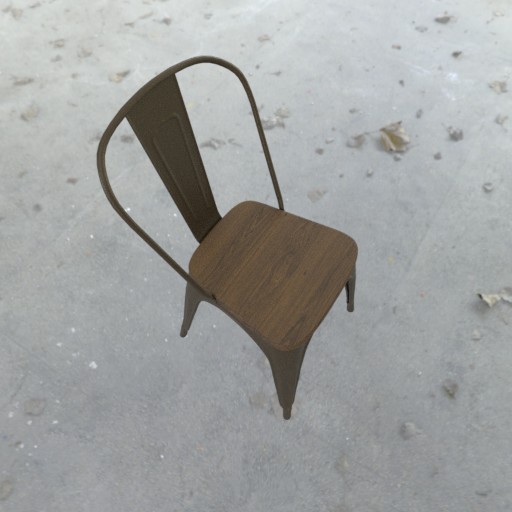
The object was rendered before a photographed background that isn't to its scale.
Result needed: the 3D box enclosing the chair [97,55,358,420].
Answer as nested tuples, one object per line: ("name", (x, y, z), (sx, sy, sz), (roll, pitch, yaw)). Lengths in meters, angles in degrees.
("chair", (0.000, 0.000, 1.166), (0.532, 0.844, 0.451), (29, 63, 17))
